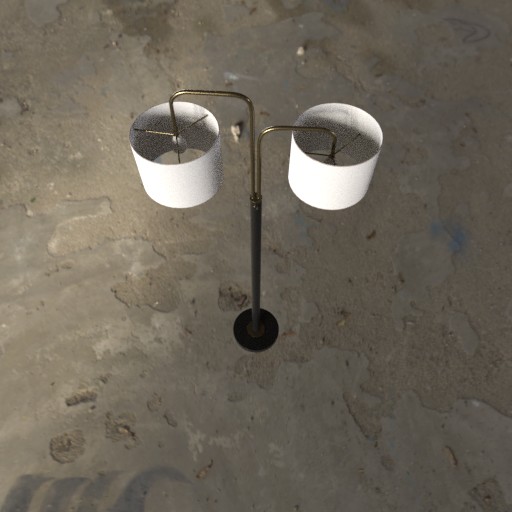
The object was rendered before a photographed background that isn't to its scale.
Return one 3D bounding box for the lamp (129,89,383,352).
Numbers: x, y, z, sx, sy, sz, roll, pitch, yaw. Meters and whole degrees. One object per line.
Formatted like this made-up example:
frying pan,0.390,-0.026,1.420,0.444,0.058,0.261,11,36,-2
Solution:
lamp,0.000,0.000,1.803,0.711,1.587,0.254,1,58,0
